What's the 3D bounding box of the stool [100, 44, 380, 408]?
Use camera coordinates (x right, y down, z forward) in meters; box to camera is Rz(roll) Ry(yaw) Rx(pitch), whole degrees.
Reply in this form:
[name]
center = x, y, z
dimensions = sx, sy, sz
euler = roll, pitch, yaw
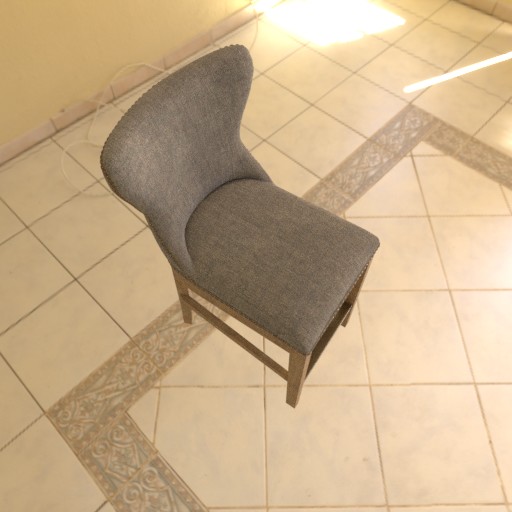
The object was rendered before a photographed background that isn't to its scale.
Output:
[stool]
center = 0.000, 0.000, 1.333
dimensions = 0.608, 0.981, 0.498
euler = 30, 63, 17
